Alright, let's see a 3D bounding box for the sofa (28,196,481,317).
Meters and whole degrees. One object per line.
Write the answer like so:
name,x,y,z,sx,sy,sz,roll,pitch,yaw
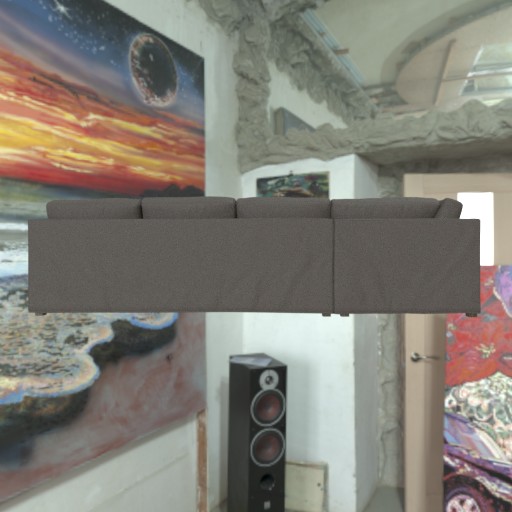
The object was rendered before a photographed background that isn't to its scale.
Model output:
sofa,0.000,0.000,4.287,3.182,0.871,2.432,0,0,1
